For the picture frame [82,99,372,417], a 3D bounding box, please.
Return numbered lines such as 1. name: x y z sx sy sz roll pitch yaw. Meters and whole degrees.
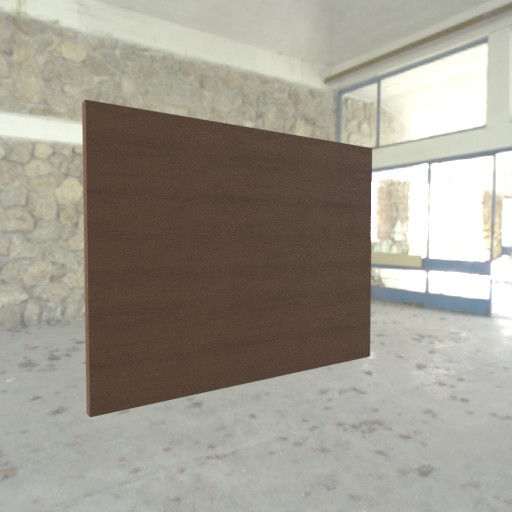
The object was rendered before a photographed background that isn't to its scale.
1. picture frame: 0.000 0.000 1.805 1.329 1.018 0.045 -1 3 -34
